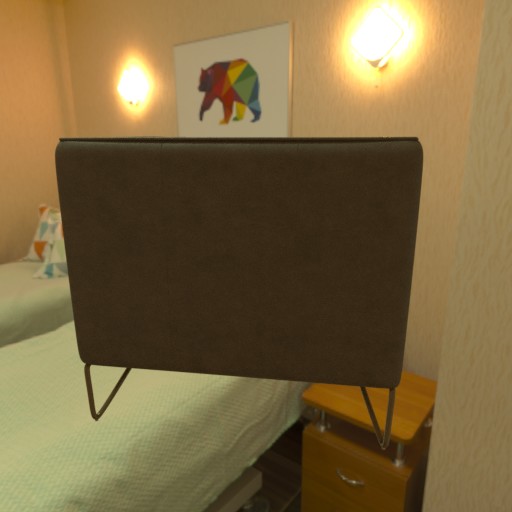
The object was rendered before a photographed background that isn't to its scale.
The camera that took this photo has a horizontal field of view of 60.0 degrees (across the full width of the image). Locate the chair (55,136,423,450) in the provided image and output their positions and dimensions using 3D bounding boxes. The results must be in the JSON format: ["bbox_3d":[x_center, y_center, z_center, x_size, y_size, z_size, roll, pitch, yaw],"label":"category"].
[{"bbox_3d":[0.000,0.000,1.510,0.880,0.790,0.894,2,16,8],"label":"chair"}]
